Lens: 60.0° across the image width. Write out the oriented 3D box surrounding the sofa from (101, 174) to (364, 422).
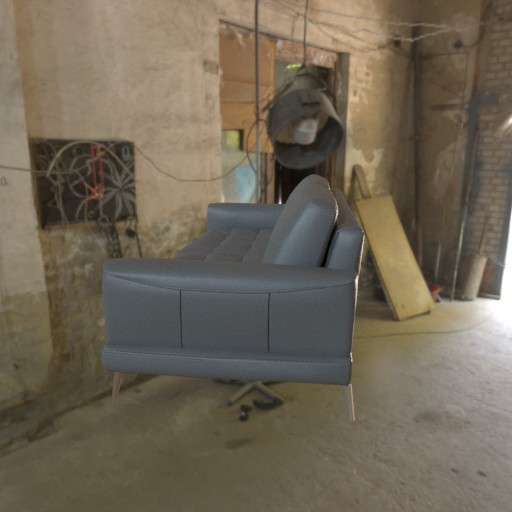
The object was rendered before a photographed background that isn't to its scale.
[{"bbox_3d":[0.000,0.000,2.795,1.121,0.930,2.177,2,14,7],"label":"sofa"}]
